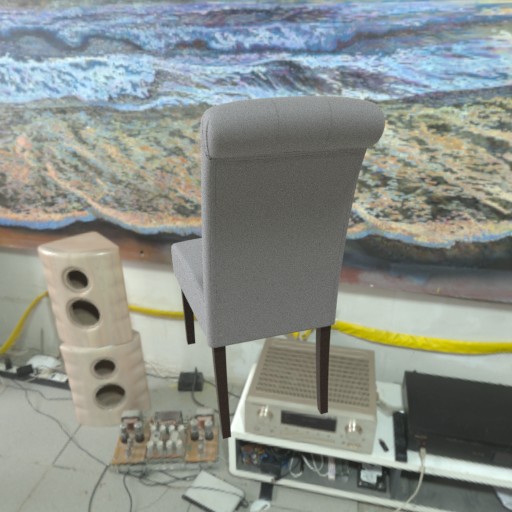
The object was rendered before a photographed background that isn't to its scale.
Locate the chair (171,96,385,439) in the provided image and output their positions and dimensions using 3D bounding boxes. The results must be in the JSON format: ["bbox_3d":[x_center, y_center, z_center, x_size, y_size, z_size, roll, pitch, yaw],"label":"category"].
[{"bbox_3d":[0.000,0.000,1.407,0.456,1.006,0.671,-8,26,-16],"label":"chair"}]
